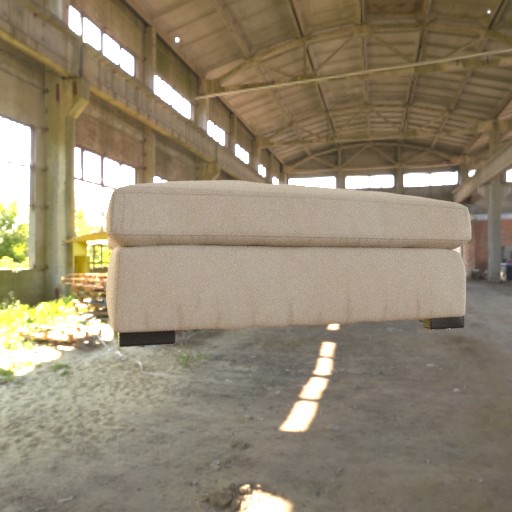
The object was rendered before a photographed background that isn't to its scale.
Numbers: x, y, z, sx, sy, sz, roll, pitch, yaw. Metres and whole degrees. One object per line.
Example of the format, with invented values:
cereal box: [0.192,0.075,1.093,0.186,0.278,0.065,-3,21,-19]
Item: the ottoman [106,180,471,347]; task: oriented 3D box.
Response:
ottoman: [0.000,0.000,1.885,1.205,0.522,1.190,0,-1,-18]
